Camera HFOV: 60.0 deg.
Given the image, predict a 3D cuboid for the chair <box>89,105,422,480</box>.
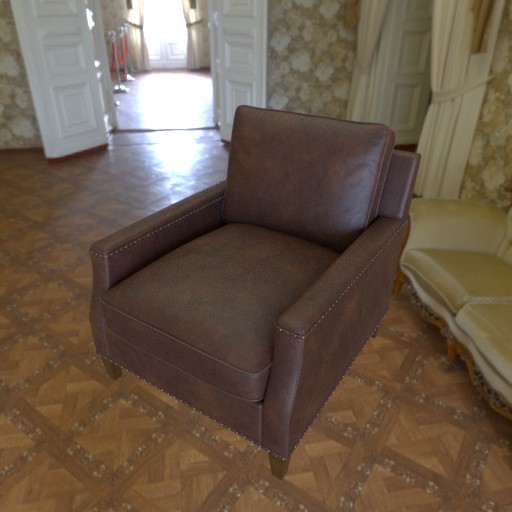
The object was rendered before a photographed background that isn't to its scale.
[{"bbox_3d":[0.000,0.000,1.676,0.853,0.929,1.014,18,34,29],"label":"chair"}]
